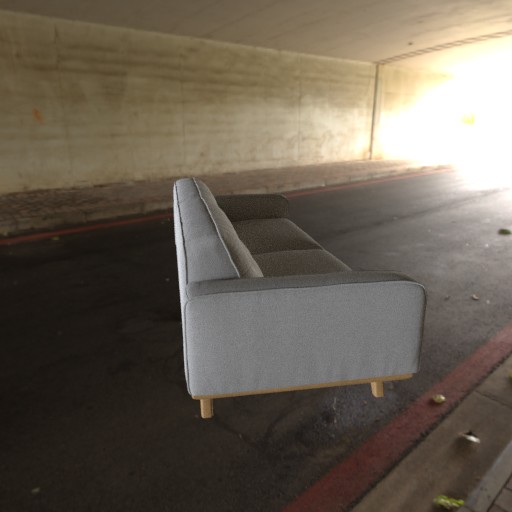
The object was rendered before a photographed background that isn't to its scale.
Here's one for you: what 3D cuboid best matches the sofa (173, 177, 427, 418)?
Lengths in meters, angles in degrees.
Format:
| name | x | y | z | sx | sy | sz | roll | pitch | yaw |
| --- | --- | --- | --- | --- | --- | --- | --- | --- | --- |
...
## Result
| name | x | y | z | sx | sy | sz | roll | pitch | yaw |
| --- | --- | --- | --- | --- | --- | --- | --- | --- | --- |
| sofa | 0.000 | 0.000 | 2.726 | 0.956 | 0.781 | 2.270 | -3 | 17 | -10 |
